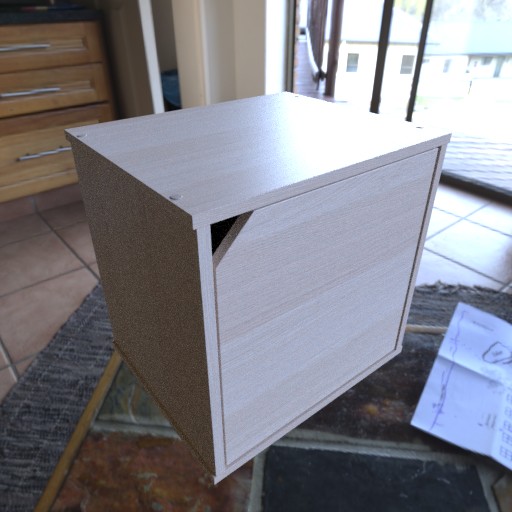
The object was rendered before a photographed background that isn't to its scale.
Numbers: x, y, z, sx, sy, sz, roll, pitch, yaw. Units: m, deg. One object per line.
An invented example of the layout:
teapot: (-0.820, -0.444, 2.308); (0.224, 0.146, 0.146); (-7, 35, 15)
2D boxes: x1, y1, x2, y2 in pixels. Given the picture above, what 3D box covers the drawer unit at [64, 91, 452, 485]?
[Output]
drawer unit: (0.000, 0.000, 0.608); (0.349, 0.344, 0.290); (-22, 38, -32)
